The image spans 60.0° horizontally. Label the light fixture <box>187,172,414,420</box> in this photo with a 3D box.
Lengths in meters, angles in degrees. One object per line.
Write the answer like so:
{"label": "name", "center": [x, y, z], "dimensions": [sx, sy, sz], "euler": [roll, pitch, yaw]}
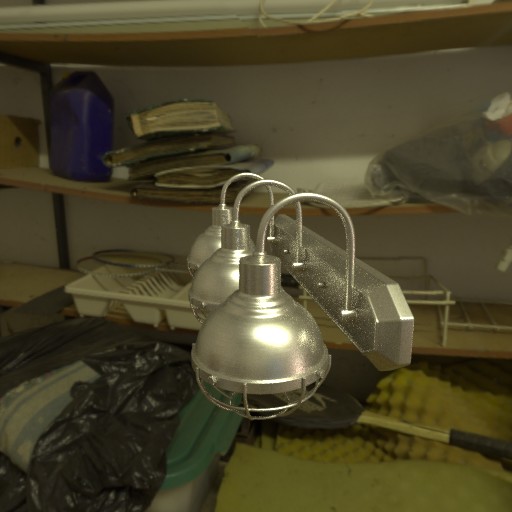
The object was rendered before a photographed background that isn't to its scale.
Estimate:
{"label": "light fixture", "center": [0.000, 0.000, 0.743], "dimensions": [0.229, 0.254, 0.634], "euler": [-2, 13, -9]}
